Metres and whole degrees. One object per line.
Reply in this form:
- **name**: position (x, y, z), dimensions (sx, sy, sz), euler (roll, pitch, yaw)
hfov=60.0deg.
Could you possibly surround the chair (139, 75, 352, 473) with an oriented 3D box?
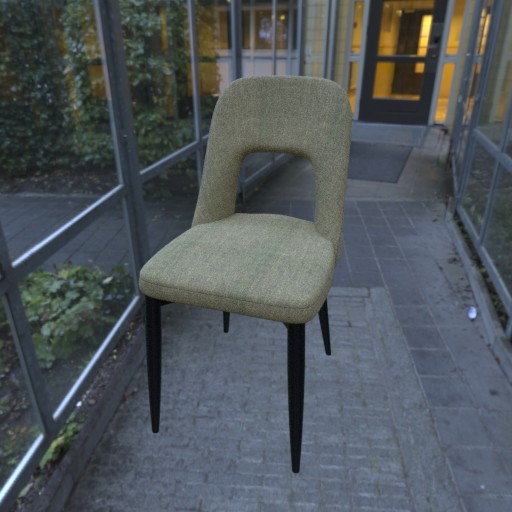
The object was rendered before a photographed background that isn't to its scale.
- **chair**: position (0.000, 0.000, 1.275), dimensions (0.470, 0.931, 0.612), euler (8, 27, 17)
